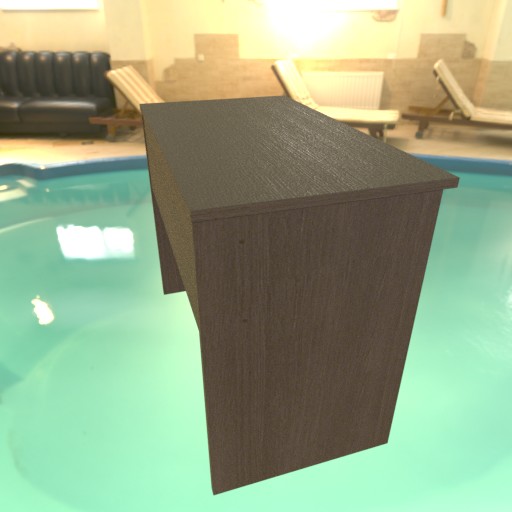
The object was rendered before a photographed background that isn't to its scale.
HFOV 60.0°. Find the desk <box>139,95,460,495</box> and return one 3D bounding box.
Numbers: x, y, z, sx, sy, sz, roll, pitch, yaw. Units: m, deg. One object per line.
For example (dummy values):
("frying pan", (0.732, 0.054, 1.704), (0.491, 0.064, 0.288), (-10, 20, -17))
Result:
("desk", (0.000, 0.000, 1.293), (0.498, 0.724, 0.893), (-9, 31, -15))
